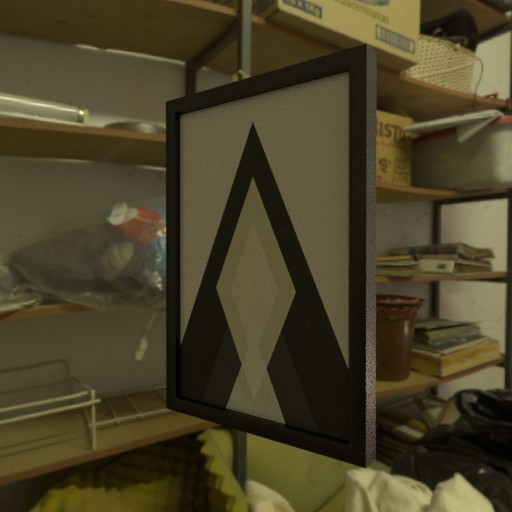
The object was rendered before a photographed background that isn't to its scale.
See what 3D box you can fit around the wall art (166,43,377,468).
[{"bbox_3d":[0.000,0.000,0.579,0.313,0.457,0.031,0,1,36],"label":"wall art"}]
